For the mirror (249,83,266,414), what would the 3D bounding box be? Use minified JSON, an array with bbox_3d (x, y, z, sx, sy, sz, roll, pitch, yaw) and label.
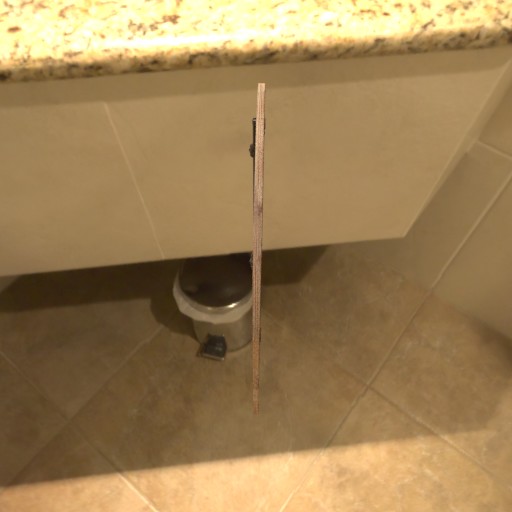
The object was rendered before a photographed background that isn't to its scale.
[{"bbox_3d":[0.000,0.000,1.164,0.032,0.915,0.609,1,59,1],"label":"mirror"}]
